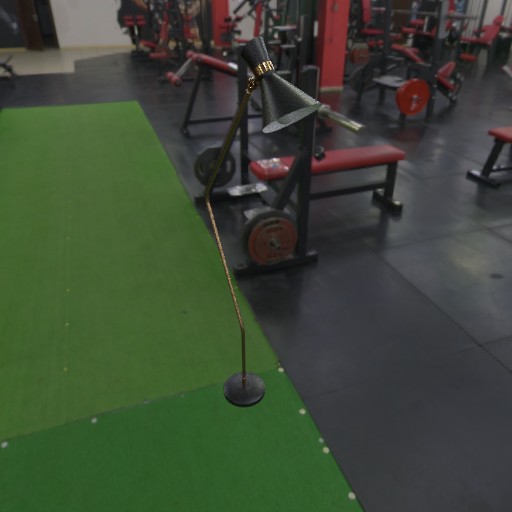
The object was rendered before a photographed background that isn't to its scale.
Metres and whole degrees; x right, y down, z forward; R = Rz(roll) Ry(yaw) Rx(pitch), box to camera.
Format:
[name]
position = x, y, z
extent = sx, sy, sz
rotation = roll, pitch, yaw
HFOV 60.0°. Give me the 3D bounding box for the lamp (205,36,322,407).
[lamp]
position = 0.000, 0.000, 1.605
extent = 0.277, 1.438, 0.467
rotation = -9, 33, -14
